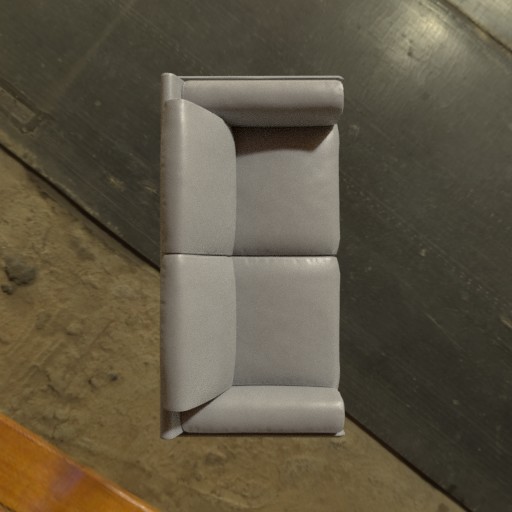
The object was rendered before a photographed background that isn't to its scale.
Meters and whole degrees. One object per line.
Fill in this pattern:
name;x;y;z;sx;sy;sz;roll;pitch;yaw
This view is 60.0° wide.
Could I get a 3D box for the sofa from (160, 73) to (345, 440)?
sofa;0.000;0.000;2.680;1.049;0.930;2.101;0;89;1
